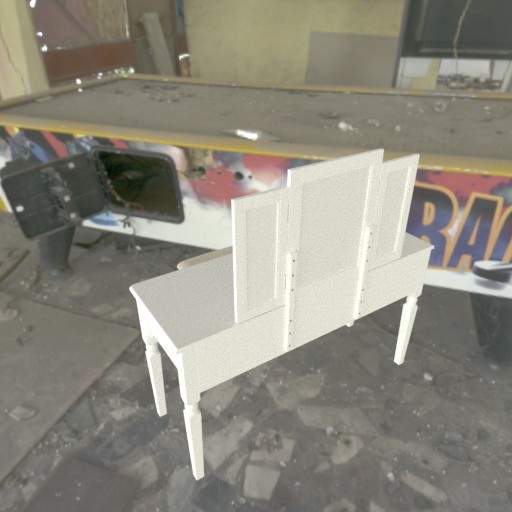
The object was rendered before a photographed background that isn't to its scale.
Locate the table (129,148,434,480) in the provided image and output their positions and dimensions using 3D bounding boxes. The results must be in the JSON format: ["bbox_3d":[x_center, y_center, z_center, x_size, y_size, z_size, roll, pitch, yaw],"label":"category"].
[{"bbox_3d":[0.000,0.000,2.281,1.369,1.310,1.115,-18,35,-28],"label":"table"}]
